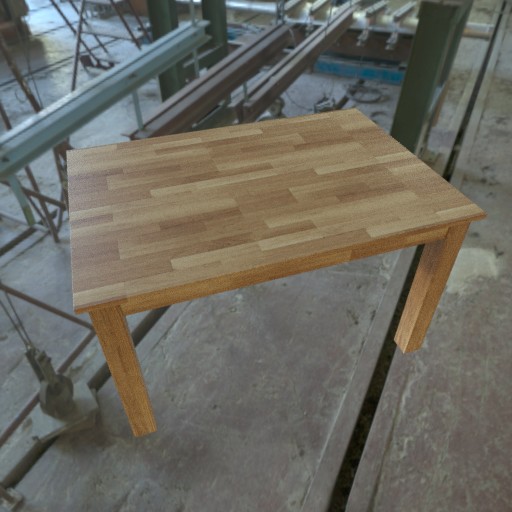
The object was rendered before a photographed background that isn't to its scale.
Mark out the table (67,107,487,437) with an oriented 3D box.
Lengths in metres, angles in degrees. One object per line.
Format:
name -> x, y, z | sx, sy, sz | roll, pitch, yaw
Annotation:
table -> 0.000, 0.000, 1.866 | 1.300, 0.750, 0.900 | -13, 43, -14
